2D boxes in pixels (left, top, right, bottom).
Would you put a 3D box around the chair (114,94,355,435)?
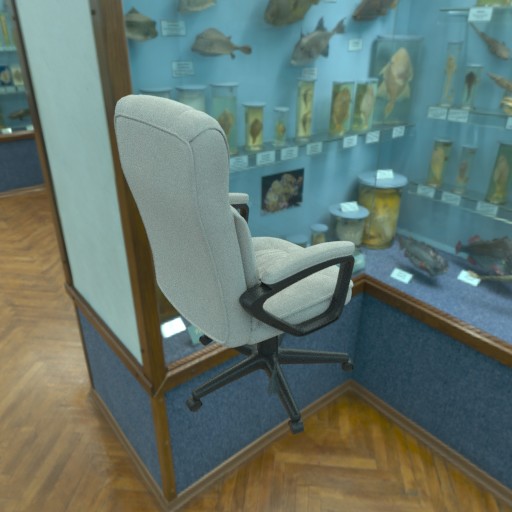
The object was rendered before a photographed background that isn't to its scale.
[{"bbox_3d":[0.000,0.000,1.557,0.724,1.105,0.667,-19,32,-32],"label":"chair"}]
